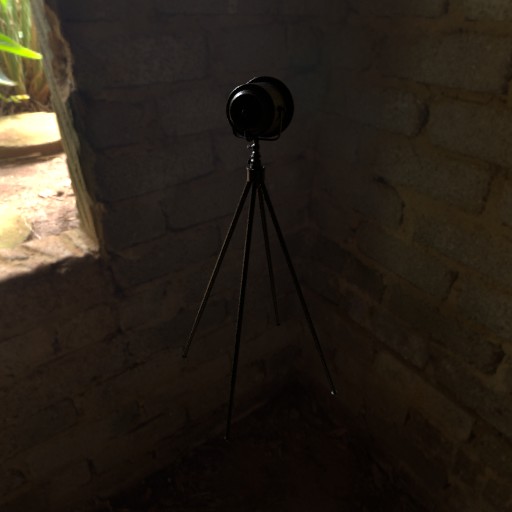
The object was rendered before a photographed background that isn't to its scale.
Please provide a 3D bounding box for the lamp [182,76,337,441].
[{"bbox_3d":[0.000,0.000,2.017,0.879,1.504,0.884,10,32,16],"label":"lamp"}]
